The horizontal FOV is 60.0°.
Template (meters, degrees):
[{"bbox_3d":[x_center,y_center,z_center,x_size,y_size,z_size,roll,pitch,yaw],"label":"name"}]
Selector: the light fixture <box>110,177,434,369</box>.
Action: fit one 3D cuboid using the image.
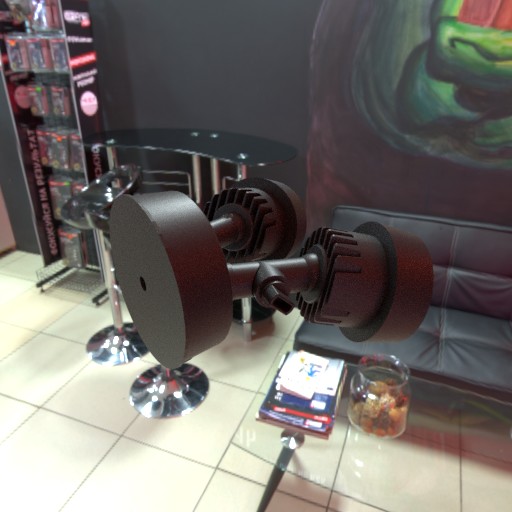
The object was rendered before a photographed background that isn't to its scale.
[{"bbox_3d":[0.000,0.000,0.314,0.168,0.120,0.213,-18,31,-32],"label":"light fixture"}]
